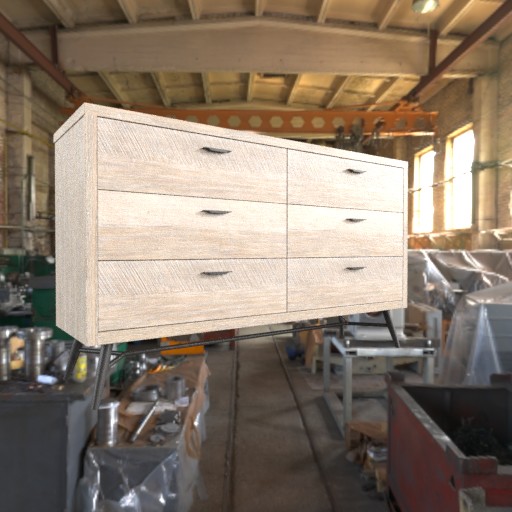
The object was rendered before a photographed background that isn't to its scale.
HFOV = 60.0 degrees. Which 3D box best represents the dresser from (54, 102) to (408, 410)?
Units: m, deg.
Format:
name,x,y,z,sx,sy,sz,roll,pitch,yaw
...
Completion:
name,x,y,z,sx,sy,sz,roll,pitch,yaw
dresser,0.000,0.000,1.911,1.524,0.914,0.457,-1,1,-35
